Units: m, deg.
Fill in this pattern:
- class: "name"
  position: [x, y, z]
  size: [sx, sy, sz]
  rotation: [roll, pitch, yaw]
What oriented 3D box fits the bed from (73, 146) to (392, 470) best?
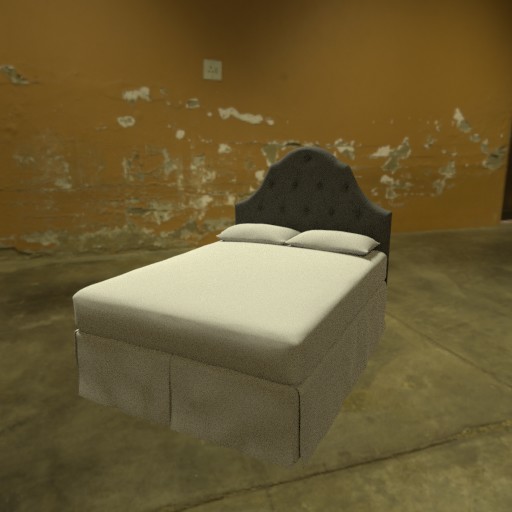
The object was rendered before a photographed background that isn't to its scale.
- class: "bed"
  position: [0.000, 0.000, 3.274]
  size: [1.636, 1.575, 2.155]
  rotation: [7, 15, 26]
